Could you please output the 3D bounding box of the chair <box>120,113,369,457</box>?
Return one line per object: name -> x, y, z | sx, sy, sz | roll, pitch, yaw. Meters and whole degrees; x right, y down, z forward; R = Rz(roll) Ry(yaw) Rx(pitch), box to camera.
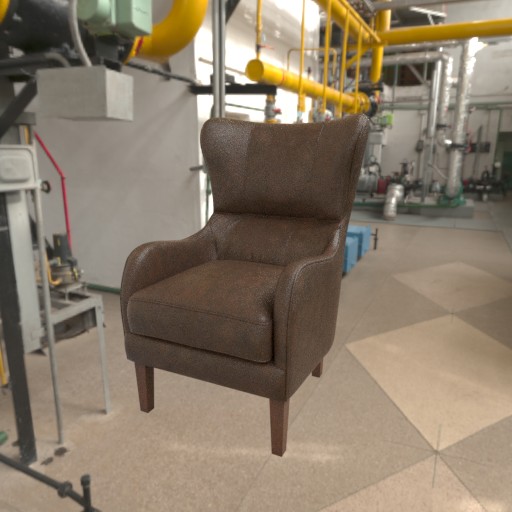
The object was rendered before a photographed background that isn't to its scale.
chair -> 0.000, 0.000, 1.684 | 0.692, 1.048, 0.914 | 7, 16, 25
